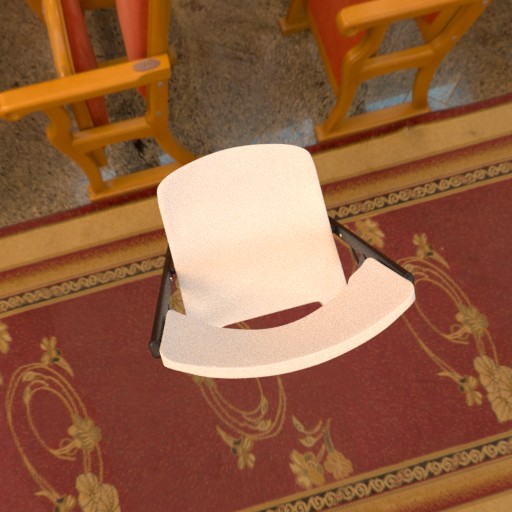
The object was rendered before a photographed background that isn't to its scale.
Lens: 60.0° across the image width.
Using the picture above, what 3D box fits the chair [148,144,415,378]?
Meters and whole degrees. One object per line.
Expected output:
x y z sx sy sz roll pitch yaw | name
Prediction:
0.000 0.000 1.121 0.482 0.765 0.577 -14 76 -4 | chair
